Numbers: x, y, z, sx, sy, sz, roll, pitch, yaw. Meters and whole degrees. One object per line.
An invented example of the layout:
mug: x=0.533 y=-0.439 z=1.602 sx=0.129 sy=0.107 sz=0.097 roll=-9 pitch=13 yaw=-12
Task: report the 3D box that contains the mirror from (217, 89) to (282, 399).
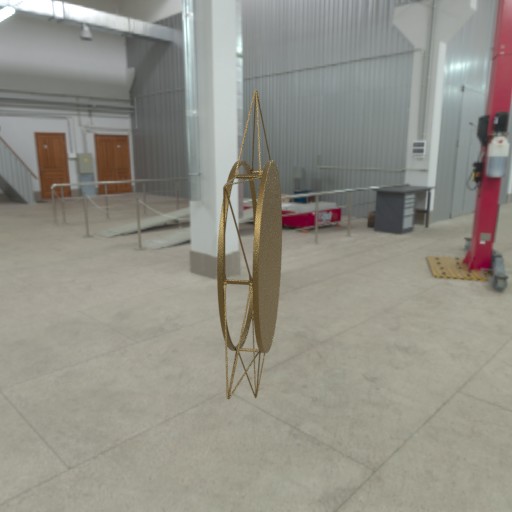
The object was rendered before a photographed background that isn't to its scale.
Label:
mirror: x=0.000 y=0.000 z=0.818 sx=0.062 sy=0.581 sz=0.498 roll=2 pitch=13 yaw=9
